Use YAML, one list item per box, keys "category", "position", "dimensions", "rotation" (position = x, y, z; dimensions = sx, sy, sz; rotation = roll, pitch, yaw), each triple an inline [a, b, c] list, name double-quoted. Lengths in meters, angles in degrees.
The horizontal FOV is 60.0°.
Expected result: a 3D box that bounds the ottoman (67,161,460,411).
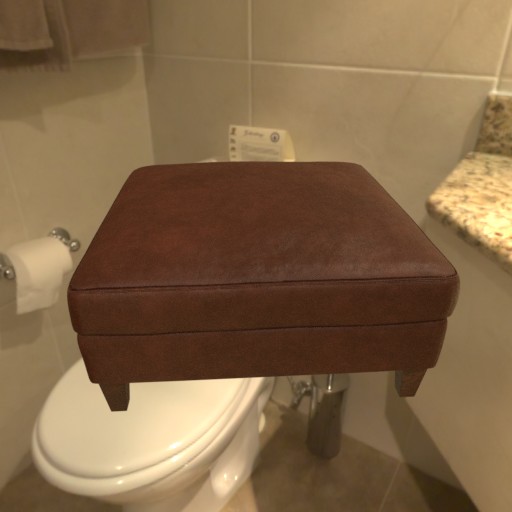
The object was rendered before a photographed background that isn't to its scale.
- category: "ottoman"
  position: [0.000, 0.000, 1.318]
  dimensions: [0.836, 0.415, 0.844]
  rotation: [-2, 29, -3]
